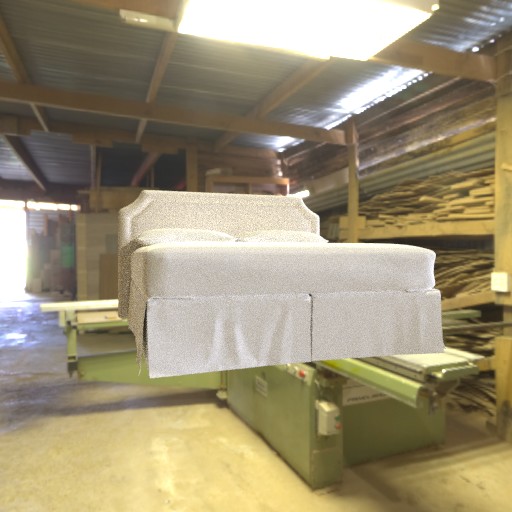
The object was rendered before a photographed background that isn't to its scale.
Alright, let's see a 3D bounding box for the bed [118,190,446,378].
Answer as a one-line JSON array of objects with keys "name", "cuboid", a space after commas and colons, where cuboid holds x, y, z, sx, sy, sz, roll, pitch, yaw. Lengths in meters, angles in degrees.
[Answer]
[{"name": "bed", "cuboid": [0.000, 0.000, 3.672, 2.160, 1.301, 2.204, 0, 0, -18]}]
